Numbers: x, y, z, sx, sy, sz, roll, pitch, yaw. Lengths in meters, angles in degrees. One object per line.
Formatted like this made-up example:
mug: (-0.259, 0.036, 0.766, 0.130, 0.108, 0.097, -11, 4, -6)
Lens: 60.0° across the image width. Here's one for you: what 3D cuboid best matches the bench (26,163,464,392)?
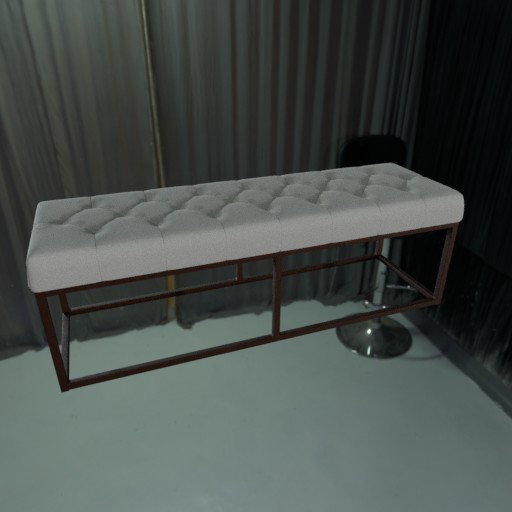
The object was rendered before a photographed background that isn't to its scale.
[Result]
bench: (0.000, 0.000, 1.686, 1.488, 0.488, 0.479, -10, 29, -18)
